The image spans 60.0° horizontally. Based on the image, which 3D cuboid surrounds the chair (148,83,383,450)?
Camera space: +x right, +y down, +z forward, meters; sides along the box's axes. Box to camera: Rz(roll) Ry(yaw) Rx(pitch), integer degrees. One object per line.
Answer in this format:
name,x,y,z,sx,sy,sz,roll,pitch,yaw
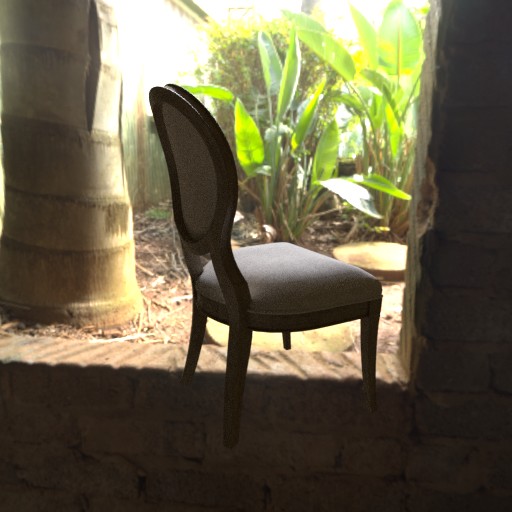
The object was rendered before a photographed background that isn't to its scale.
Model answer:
chair,0.000,0.000,1.399,0.602,0.990,0.558,-8,16,-28
